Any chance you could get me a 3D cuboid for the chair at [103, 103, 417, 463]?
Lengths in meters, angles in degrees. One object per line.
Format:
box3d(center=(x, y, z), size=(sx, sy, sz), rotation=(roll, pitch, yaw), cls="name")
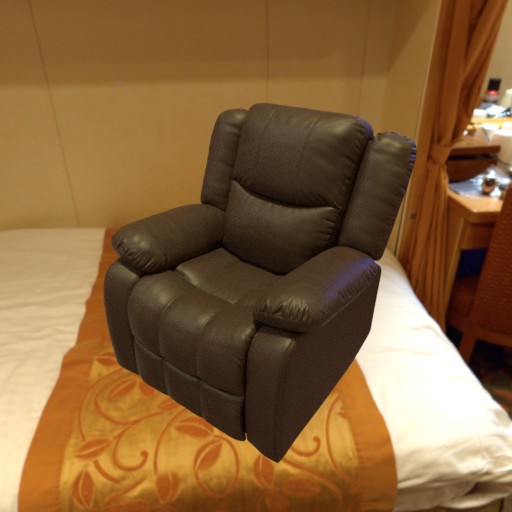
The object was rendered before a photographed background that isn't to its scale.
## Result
box3d(center=(0.000, 0.000, 1.720), size=(0.899, 1.009, 0.934), rotation=(20, 35, 30), cls="chair")
